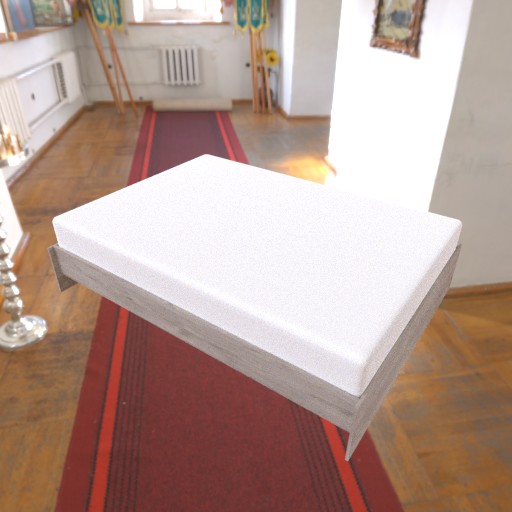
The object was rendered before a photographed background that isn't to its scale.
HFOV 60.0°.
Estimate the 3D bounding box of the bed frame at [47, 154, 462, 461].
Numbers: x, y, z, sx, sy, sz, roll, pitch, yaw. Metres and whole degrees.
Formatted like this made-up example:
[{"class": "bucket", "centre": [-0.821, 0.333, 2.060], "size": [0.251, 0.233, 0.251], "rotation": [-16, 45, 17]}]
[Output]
[{"class": "bed frame", "centre": [0.000, 0.000, 2.625], "size": [1.945, 0.497, 1.445], "rotation": [21, 38, 30]}]
